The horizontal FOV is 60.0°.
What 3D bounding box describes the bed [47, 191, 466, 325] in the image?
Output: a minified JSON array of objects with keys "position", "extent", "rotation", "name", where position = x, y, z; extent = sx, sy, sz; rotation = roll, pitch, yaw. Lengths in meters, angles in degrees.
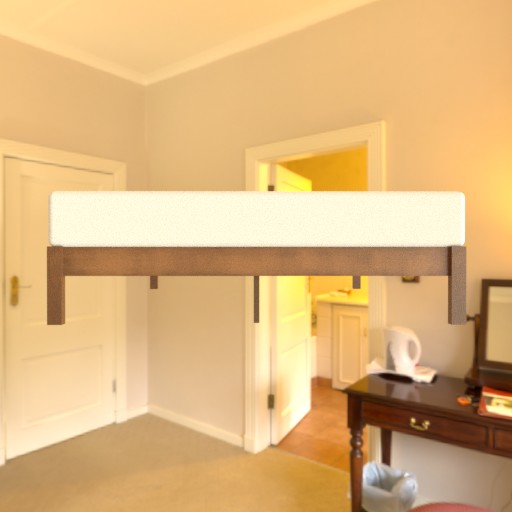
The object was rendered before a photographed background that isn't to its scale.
[{"position":[0.000,0.000,3.053],"extent":[1.930,0.616,2.049],"rotation":[0,0,0],"name":"bed"}]
